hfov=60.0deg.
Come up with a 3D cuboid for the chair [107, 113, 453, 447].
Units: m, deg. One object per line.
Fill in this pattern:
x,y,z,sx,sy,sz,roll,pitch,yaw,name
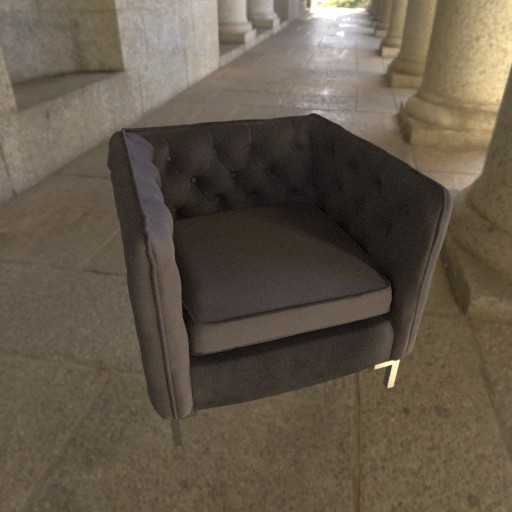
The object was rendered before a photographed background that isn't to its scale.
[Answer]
0.000,0.000,1.661,0.946,0.807,0.913,-10,34,-15,chair
